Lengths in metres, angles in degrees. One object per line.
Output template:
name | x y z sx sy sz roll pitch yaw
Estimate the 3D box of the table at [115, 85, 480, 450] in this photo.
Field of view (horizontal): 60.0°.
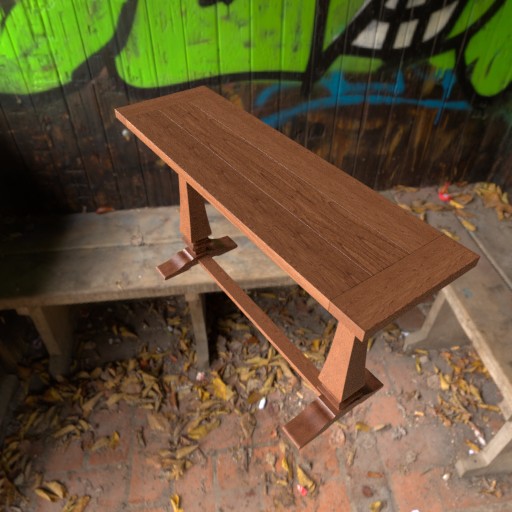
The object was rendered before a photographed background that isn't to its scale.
table | 0.000 0.000 1.845 0.461 0.852 1.478 -26 48 -25
